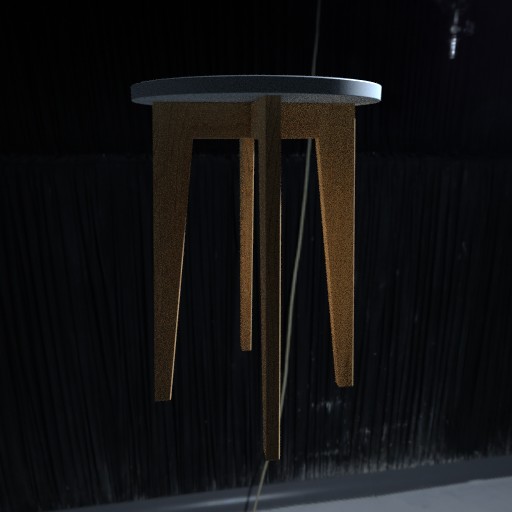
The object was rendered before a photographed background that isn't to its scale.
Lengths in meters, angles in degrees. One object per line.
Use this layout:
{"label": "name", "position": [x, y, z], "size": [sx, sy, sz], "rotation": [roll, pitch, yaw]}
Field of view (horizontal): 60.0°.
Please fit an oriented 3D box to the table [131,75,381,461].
{"label": "table", "position": [0.000, 0.000, 0.709], "size": [0.350, 0.500, 0.350], "rotation": [0, 16, 0]}
